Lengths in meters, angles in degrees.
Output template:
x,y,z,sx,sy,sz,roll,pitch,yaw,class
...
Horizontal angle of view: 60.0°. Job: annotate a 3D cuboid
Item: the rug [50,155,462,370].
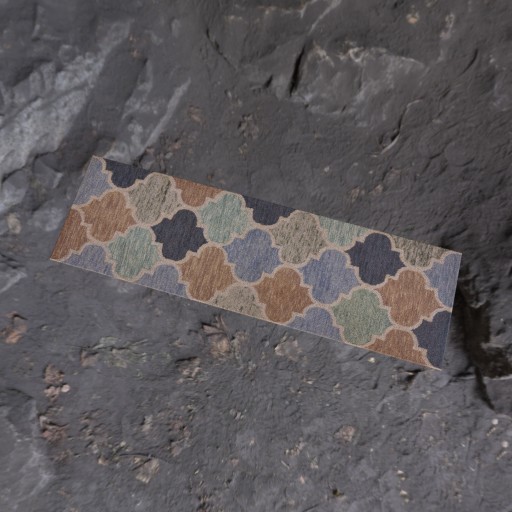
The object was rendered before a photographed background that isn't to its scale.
x,y,z,sx,sy,sz,roll,pitch,yaw,class
0.000,0.000,2.566,2.287,0.011,0.687,15,76,4,rug
